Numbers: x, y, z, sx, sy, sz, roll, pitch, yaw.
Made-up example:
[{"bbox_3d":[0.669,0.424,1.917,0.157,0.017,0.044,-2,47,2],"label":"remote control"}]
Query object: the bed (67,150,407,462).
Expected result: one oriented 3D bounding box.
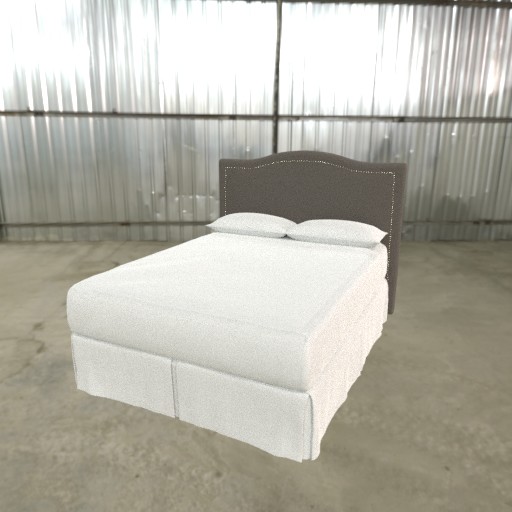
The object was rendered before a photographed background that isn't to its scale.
[{"bbox_3d":[0.000,0.000,3.098,1.666,1.387,2.036,7,17,25],"label":"bed"}]
